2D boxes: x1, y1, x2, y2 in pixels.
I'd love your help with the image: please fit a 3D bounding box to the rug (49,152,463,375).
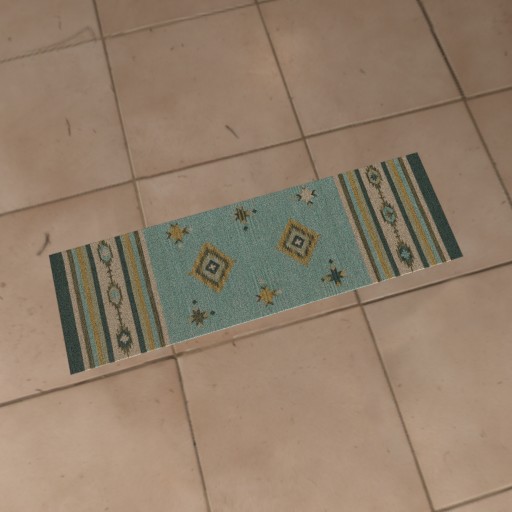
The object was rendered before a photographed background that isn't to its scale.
[{"bbox_3d":[0.000,0.000,2.731,2.441,0.010,0.744,-16,75,-4],"label":"rug"}]
